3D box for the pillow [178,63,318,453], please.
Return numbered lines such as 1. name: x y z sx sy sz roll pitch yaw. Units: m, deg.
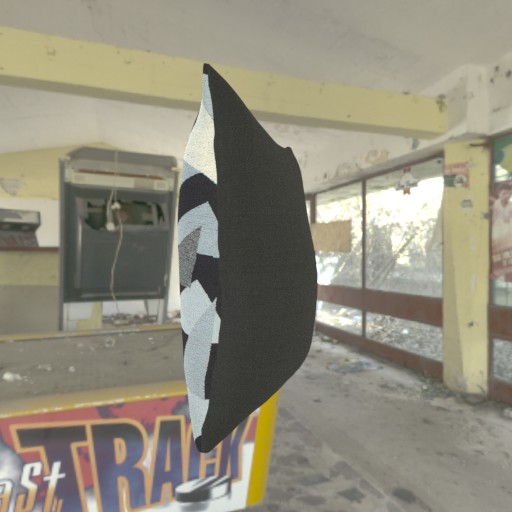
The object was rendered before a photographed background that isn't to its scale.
1. pillow: 0.000 0.000 0.789 0.208 0.496 0.503 0 0 17
